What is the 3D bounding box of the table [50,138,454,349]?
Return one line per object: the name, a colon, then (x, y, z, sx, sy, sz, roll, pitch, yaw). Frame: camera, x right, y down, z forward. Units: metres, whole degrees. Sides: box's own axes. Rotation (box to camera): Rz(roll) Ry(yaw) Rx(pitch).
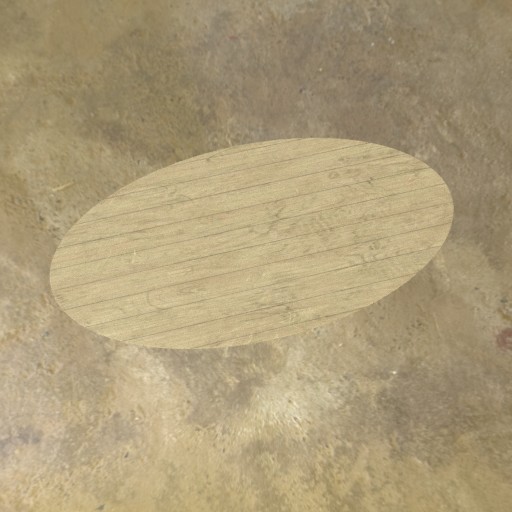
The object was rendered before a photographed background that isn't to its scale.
table: (0.000, 0.000, 1.355, 1.083, 0.390, 0.542, -13, 75, -4)
